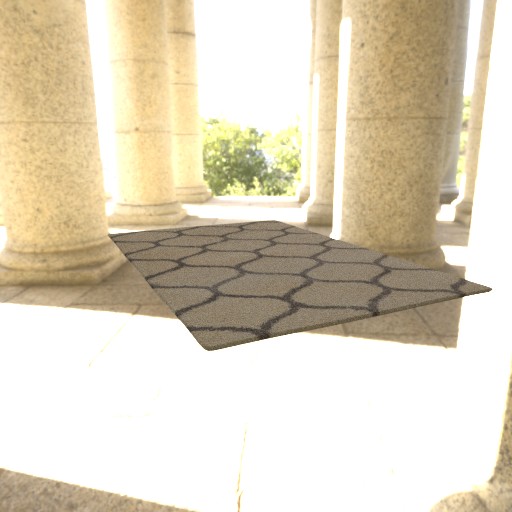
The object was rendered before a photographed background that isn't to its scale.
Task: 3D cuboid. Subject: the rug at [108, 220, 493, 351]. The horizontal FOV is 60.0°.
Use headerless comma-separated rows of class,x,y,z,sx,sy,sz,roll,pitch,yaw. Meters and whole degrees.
rug,0.000,0.000,3.393,1.801,0.026,2.701,-7,16,-25
